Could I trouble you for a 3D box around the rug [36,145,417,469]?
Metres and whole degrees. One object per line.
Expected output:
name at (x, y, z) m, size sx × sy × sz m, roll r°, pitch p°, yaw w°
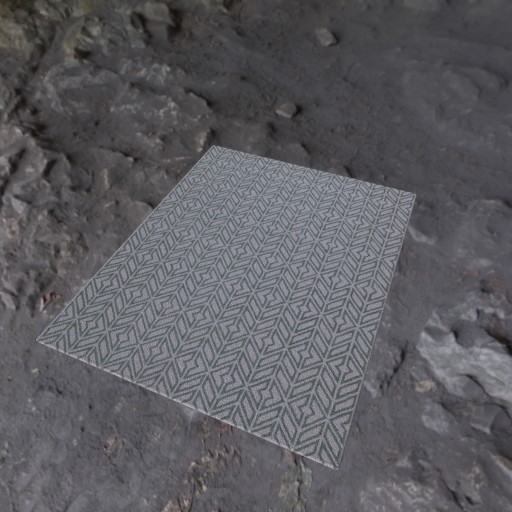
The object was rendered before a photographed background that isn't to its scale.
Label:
rug at (0.000, 0.000, 4.101) m, size 2.441 × 0.017 × 3.050 m, roll 17°, pitch 48°, yaw 16°
